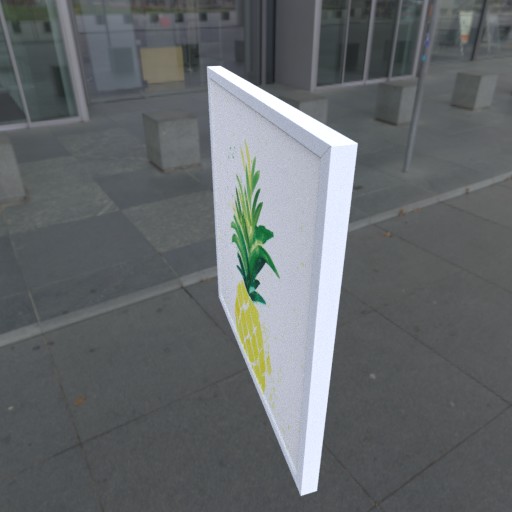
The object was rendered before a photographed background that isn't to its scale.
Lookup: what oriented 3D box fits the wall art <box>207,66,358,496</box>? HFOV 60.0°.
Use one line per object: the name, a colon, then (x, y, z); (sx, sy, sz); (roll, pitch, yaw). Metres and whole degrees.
wall art: (0.000, 0.000, 1.077); (0.038, 0.761, 0.763); (-9, 32, -15)
